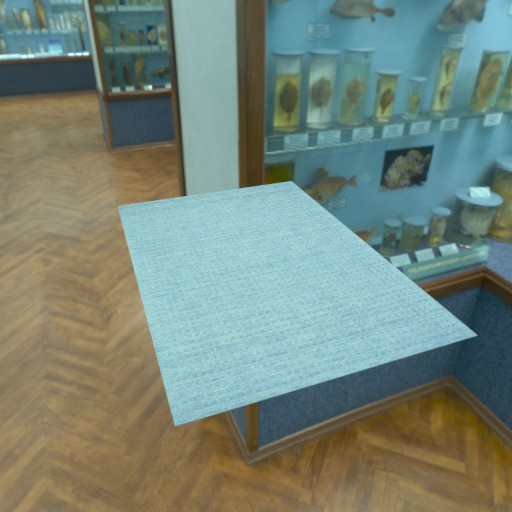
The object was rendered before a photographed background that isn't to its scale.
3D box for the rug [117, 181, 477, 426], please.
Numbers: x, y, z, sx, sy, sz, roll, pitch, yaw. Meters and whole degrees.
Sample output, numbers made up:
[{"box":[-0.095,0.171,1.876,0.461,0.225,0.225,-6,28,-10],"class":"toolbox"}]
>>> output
[{"box":[0.000,0.000,3.739,1.982,0.006,2.895,-11,33,-18],"class":"rug"}]
